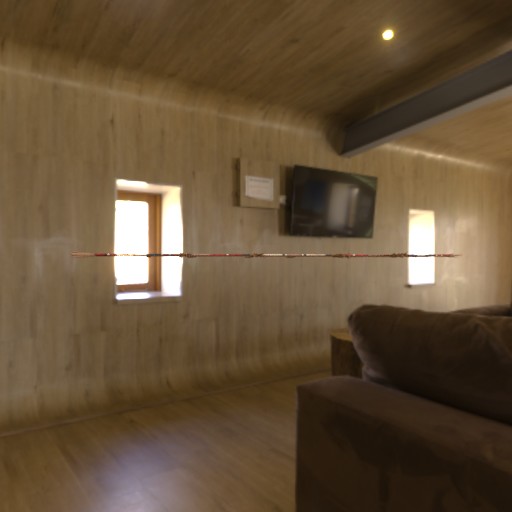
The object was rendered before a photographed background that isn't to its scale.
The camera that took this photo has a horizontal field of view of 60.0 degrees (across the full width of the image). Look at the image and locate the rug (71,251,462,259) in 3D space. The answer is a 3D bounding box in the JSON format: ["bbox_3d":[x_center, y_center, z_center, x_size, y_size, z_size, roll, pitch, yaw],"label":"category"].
[{"bbox_3d":[0.000,0.000,2.683,2.025,0.040,1.469,0,0,-20],"label":"rug"}]
